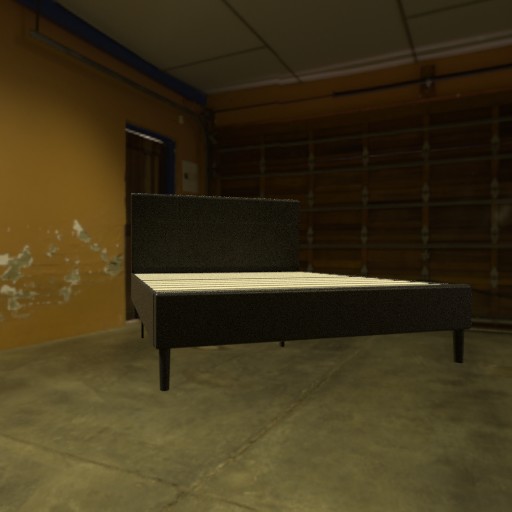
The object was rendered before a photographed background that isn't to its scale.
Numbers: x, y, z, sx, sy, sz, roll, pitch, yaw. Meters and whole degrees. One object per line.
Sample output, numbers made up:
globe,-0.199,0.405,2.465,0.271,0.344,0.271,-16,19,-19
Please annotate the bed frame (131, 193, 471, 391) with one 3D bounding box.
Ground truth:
bed frame,0.000,0.000,3.181,1.634,1.127,2.318,0,0,-18
